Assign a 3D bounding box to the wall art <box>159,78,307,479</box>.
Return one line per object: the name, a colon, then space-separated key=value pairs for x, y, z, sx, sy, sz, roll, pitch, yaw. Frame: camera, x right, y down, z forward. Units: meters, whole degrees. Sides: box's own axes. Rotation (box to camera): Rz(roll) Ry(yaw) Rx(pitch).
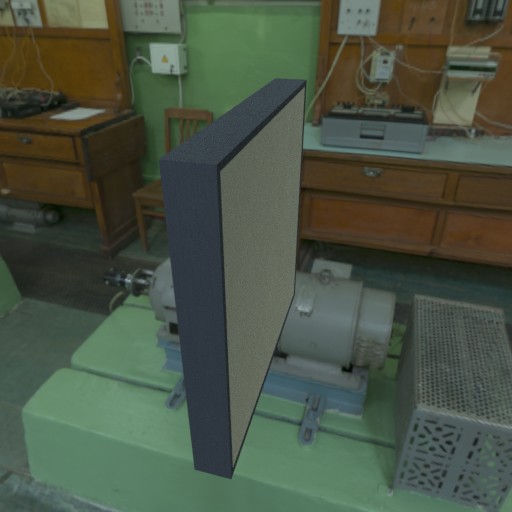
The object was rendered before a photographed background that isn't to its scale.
wall art: x=0.000 y=0.000 z=0.461 sx=0.036 sy=0.300 sz=0.302 roll=8 pitch=32 yaw=13
